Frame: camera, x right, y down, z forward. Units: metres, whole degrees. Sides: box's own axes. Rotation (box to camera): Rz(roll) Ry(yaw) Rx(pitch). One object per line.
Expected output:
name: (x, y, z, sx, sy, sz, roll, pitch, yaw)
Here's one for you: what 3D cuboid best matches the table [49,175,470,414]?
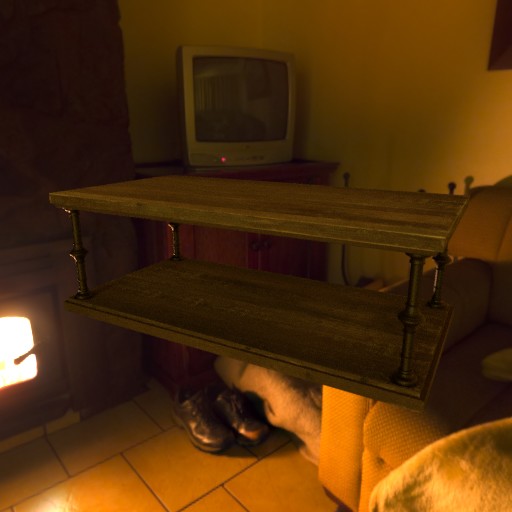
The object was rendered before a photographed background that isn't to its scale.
table: (0.000, 0.000, 1.339, 1.088, 0.373, 0.554, 9, 19, 28)
